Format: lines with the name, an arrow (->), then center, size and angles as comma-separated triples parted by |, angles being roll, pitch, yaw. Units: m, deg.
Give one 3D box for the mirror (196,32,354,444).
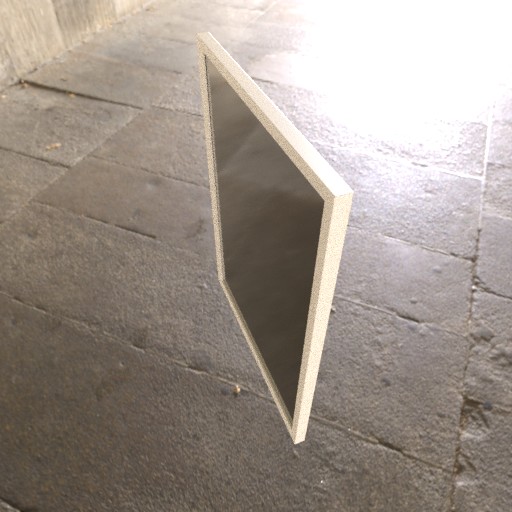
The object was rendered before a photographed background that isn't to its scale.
mirror -> 0.000, 0.000, 1.324 | 0.040, 1.016, 0.762 | -16, 48, -15
